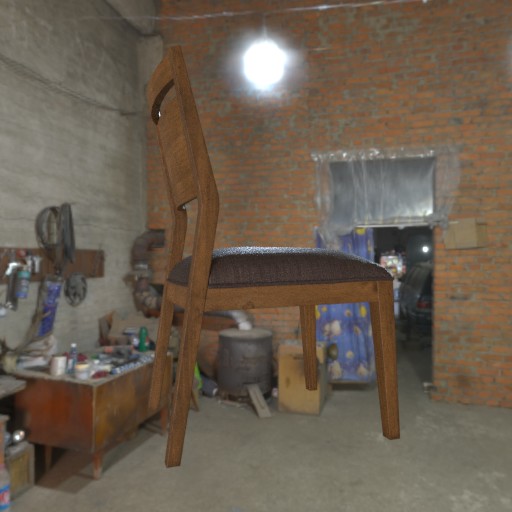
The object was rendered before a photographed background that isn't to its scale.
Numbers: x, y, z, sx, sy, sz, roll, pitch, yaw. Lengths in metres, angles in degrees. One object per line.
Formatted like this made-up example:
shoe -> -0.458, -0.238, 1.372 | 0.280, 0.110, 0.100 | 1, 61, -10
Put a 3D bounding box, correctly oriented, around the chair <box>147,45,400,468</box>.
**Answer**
chair -> 0.000, 0.000, 1.274 | 0.610, 0.939, 0.501 | 0, -1, -19
